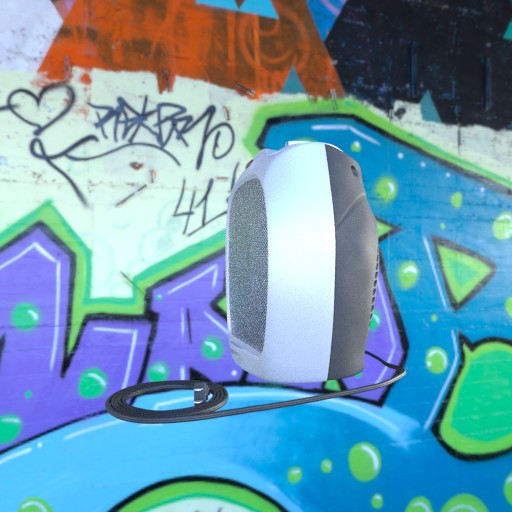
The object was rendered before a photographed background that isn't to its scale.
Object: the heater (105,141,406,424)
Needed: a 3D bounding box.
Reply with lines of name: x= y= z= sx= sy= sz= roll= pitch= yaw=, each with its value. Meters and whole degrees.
heater: x=0.000 y=0.000 z=0.454 sx=0.291 sy=0.240 sz=0.239 roll=0 pitch=0 yaw=-18
